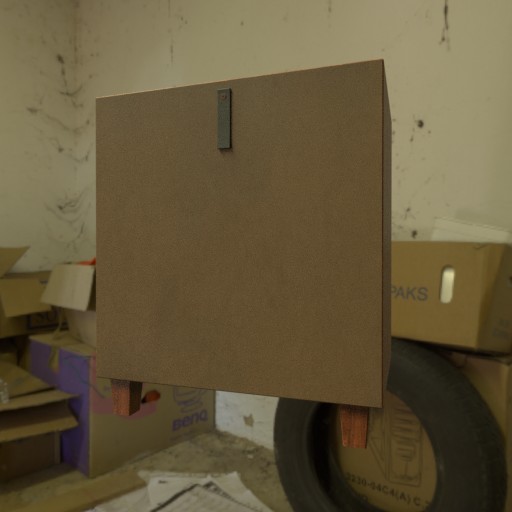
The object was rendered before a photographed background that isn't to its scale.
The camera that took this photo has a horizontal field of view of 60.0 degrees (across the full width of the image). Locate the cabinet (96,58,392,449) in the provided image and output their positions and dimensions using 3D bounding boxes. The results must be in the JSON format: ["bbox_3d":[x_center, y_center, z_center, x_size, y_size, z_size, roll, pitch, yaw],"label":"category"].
[{"bbox_3d":[0.000,0.000,1.062,0.607,0.695,0.410,0,0,19],"label":"cabinet"}]
